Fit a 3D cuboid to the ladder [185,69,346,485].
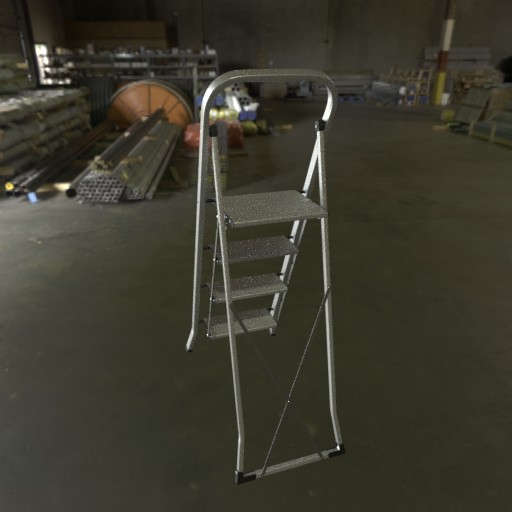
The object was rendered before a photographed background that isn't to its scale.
[{"bbox_3d":[0.000,0.000,1.647,0.465,1.290,0.830,-8,25,-17],"label":"ladder"}]
